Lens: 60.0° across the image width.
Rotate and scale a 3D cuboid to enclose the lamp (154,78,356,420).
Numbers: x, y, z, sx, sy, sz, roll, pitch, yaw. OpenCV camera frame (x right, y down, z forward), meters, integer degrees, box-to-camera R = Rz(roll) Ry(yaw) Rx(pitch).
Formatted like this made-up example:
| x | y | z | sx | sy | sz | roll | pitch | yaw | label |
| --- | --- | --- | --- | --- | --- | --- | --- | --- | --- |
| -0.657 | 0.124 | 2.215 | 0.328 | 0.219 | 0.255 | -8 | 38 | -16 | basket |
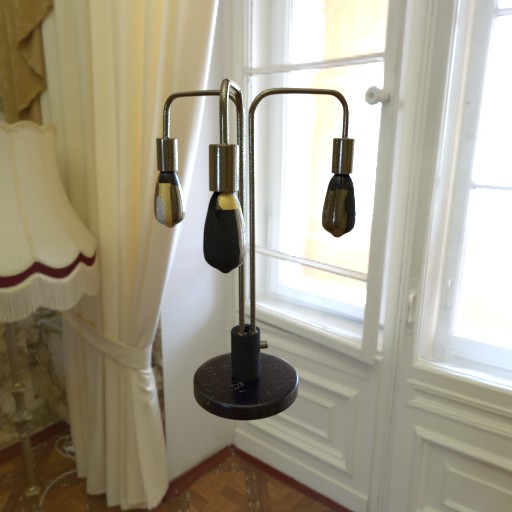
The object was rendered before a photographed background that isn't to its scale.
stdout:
| x | y | z | sx | sy | sz | roll | pitch | yaw | label |
| --- | --- | --- | --- | --- | --- | --- | --- | --- | --- |
| 0.000 | 0.000 | 0.779 | 0.368 | 0.560 | 0.355 | -2 | 16 | -7 | lamp |
